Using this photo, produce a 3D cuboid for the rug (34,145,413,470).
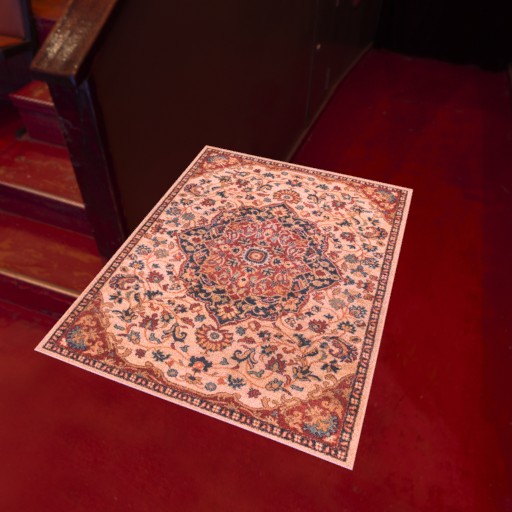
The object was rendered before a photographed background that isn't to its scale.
[{"bbox_3d":[0.000,0.000,4.073,2.454,0.005,3.067,15,48,14],"label":"rug"}]
